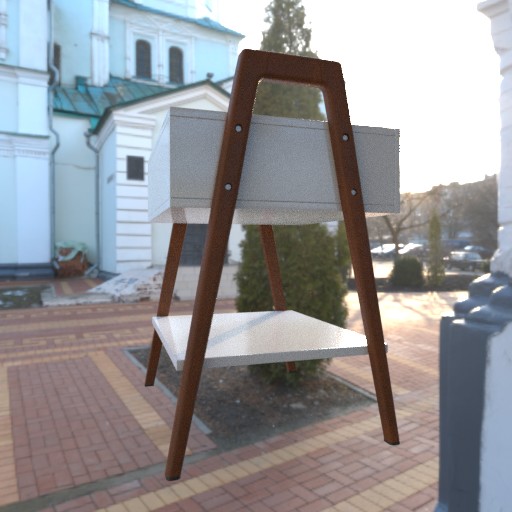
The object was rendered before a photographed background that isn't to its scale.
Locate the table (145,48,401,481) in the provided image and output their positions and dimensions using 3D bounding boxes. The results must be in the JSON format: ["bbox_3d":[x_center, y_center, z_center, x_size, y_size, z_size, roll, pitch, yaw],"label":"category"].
[{"bbox_3d":[0.000,0.000,0.882,0.405,0.610,0.457,0,1,-18],"label":"table"}]
